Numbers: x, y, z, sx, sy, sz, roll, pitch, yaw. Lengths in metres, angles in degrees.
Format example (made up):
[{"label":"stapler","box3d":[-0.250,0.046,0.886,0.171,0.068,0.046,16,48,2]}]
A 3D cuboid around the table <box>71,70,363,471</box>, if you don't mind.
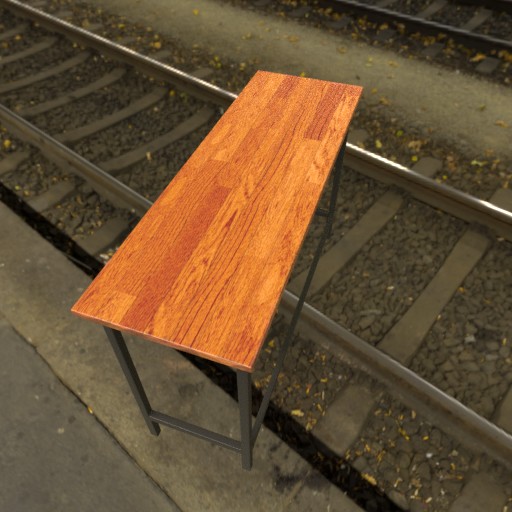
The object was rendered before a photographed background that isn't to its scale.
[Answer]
[{"label":"table","box3d":[0.000,0.000,1.548,0.408,0.740,1.204,15,49,13]}]
